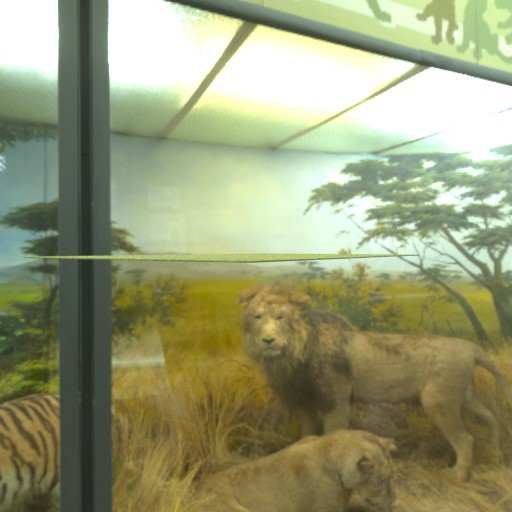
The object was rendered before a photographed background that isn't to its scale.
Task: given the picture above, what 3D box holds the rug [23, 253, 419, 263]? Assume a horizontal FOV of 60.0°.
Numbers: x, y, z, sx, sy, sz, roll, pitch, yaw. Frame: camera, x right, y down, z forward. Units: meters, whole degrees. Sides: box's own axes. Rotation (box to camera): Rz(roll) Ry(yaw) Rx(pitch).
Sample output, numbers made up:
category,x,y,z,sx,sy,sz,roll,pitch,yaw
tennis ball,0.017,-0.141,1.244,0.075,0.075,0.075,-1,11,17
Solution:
category,x,y,z,sx,sy,sz,roll,pitch,yaw
rug,0.000,0.000,2.942,1.529,0.007,2.297,1,1,34
